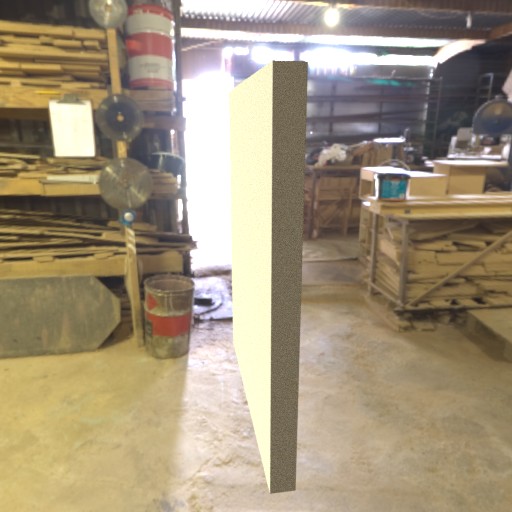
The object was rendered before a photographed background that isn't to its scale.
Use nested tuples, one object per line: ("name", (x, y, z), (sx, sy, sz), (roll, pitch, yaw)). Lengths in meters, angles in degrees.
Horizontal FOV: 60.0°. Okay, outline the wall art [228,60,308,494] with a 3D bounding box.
("wall art", (0.000, 0.000, 0.751), (0.039, 0.553, 0.451), (-3, 17, -9))
